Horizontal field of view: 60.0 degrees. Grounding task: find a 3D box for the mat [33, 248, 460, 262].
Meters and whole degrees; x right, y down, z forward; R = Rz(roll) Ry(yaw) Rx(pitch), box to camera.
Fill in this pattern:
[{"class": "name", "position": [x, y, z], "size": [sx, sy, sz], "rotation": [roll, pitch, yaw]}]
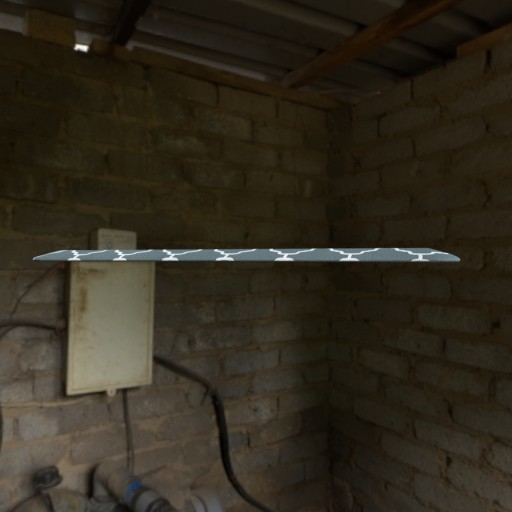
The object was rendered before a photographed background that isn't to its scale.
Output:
[{"class": "mat", "position": [0.000, 0.000, 0.963], "size": [0.762, 0.021, 0.508], "rotation": [0, 0, 18]}]
